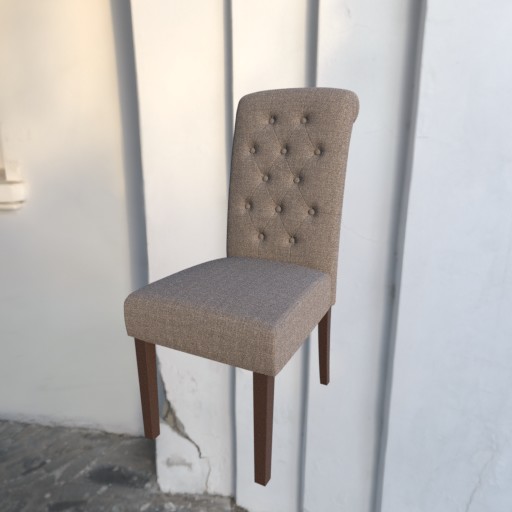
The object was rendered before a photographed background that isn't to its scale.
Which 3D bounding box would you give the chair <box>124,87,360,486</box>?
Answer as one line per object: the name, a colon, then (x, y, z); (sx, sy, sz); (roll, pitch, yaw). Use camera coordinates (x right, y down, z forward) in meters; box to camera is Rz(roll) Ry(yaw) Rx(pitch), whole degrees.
chair: (0.000, 0.000, 1.353); (0.456, 1.006, 0.671); (8, 18, 27)
